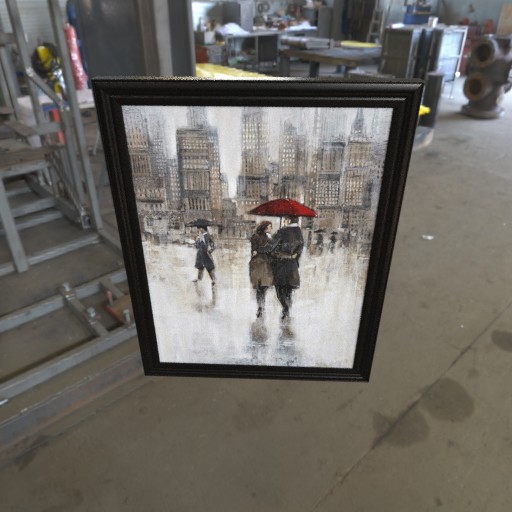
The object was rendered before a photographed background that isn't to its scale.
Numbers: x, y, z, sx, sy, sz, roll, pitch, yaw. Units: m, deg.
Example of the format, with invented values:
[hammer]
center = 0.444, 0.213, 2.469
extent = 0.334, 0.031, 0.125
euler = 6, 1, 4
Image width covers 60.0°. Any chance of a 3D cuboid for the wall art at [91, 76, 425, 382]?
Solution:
[wall art]
center = 0.000, 0.000, 1.586
extent = 0.950, 1.194, 0.053
euler = 1, 31, 2
